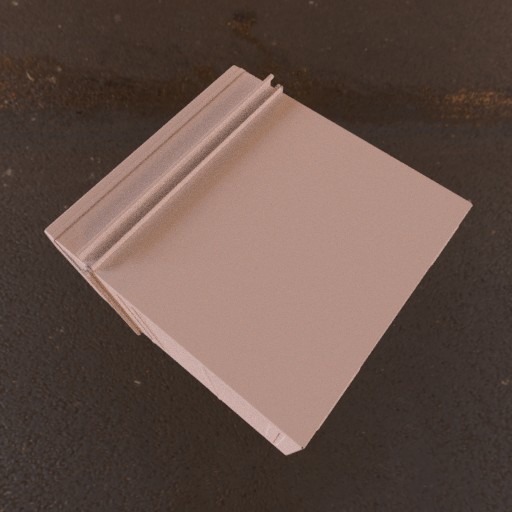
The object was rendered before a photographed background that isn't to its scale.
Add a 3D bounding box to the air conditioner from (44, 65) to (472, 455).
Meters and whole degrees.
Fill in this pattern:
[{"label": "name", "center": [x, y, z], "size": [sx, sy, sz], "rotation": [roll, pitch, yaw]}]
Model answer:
[{"label": "air conditioner", "center": [0.000, 0.000, 0.878], "size": [0.546, 0.388, 0.503], "rotation": [36, 70, 16]}]
